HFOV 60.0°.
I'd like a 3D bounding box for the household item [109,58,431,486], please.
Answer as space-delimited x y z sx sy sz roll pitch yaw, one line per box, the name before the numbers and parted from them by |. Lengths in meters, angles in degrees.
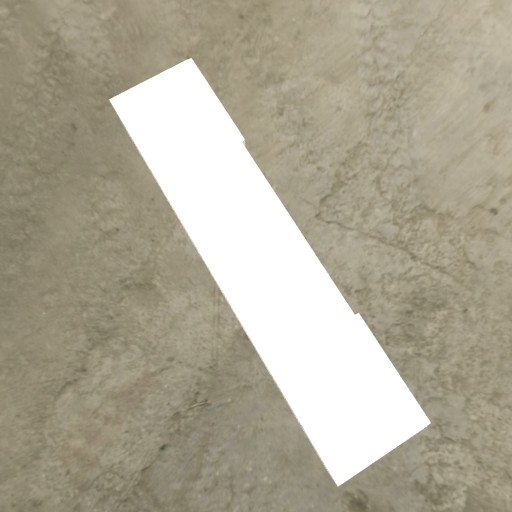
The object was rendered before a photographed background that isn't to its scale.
household item | 0.000 0.000 1.974 0.420 0.310 1.850 -30 78 -7
